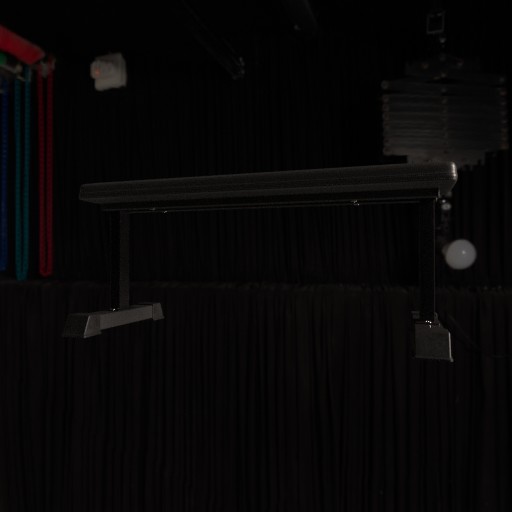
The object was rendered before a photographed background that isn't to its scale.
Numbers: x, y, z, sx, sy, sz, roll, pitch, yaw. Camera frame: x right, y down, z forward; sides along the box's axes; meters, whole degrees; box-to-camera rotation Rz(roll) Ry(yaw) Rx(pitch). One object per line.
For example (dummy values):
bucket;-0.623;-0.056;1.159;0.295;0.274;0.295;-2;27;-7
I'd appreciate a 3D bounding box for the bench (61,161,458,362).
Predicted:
bench;0.000;0.000;1.301;1.072;0.453;0.439;0;-1;18
